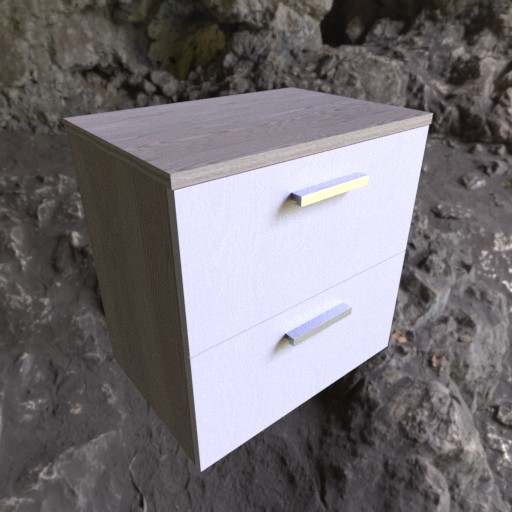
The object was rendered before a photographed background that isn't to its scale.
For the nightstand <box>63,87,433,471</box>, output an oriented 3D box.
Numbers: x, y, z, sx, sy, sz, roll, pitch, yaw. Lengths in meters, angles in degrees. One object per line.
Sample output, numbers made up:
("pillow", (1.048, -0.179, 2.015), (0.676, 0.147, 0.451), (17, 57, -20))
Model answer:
("nightstand", (0.000, 0.000, 0.751), (0.442, 0.461, 0.325), (-21, 36, -33))
